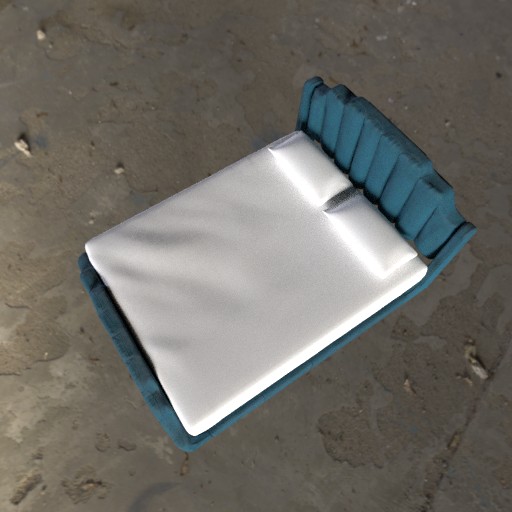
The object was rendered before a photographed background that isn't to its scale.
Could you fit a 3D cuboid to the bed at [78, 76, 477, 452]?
[{"bbox_3d":[0.000,0.000,3.275,2.322,1.351,1.676,-31,67,-15],"label":"bed"}]
